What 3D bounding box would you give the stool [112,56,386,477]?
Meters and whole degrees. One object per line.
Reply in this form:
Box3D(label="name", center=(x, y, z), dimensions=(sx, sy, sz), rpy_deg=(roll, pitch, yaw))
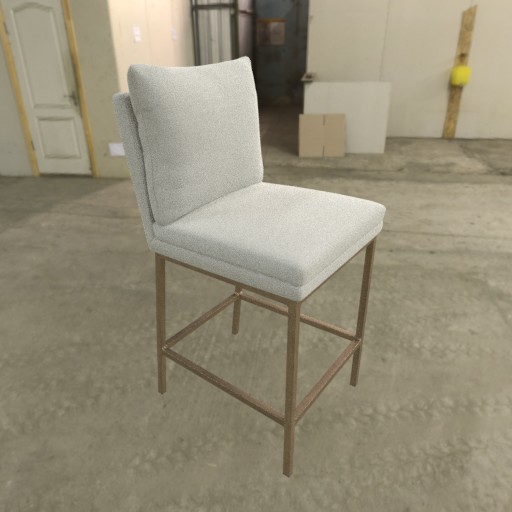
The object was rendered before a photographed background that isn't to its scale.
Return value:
Box3D(label="stool", center=(0.000, 0.000, 1.282), dimensions=(0.572, 1.032, 0.463), rpy_deg=(18, 32, 31))
